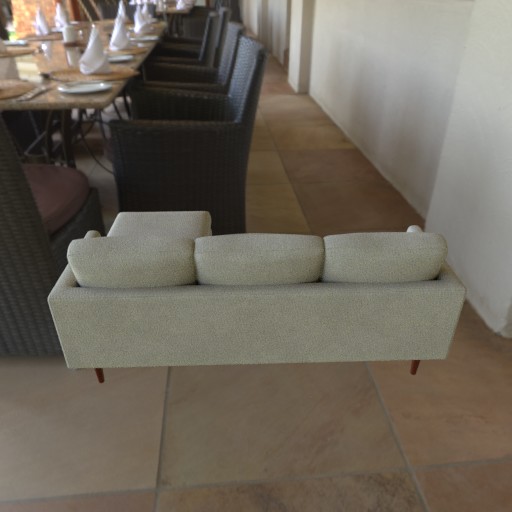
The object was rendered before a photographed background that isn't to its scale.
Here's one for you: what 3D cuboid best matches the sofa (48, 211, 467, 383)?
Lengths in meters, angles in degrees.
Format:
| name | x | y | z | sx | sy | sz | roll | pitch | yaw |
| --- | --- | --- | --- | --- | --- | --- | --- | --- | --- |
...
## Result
| name | x | y | z | sx | sy | sz | roll | pitch | yaw |
| --- | --- | --- | --- | --- | --- | --- | --- | --- | --- |
| sofa | 0.000 | 0.000 | 3.074 | 2.233 | 0.956 | 1.504 | -1 | 31 | -2 |
